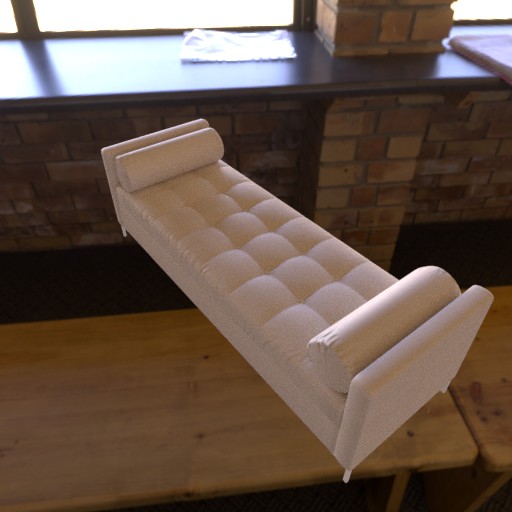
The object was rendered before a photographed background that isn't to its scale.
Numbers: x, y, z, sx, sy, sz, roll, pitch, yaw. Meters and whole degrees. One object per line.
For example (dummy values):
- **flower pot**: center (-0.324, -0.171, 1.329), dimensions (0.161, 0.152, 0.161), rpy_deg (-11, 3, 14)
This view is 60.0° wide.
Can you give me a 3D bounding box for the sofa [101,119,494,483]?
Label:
- **sofa**: center (0.000, 0.000, 2.242), dimensions (0.686, 0.635, 1.981), rpy_deg (-27, 47, -28)
